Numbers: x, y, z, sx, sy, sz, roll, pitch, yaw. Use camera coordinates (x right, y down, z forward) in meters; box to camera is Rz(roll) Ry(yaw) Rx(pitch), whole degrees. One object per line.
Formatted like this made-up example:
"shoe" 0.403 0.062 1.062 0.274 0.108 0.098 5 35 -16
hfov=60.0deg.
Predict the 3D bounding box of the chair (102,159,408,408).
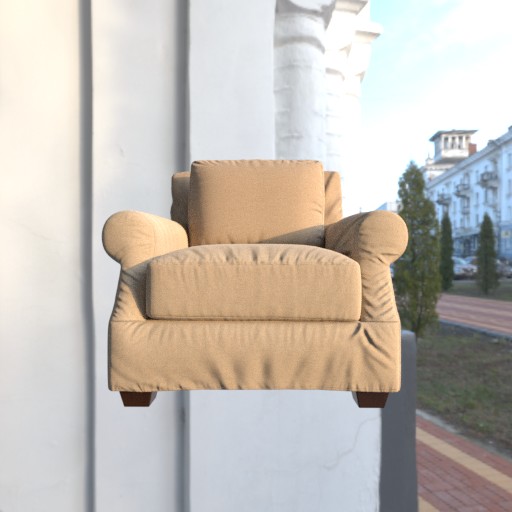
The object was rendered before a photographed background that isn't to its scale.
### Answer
"chair" 0.000 0.000 1.721 0.940 0.866 1.066 0 0 1
